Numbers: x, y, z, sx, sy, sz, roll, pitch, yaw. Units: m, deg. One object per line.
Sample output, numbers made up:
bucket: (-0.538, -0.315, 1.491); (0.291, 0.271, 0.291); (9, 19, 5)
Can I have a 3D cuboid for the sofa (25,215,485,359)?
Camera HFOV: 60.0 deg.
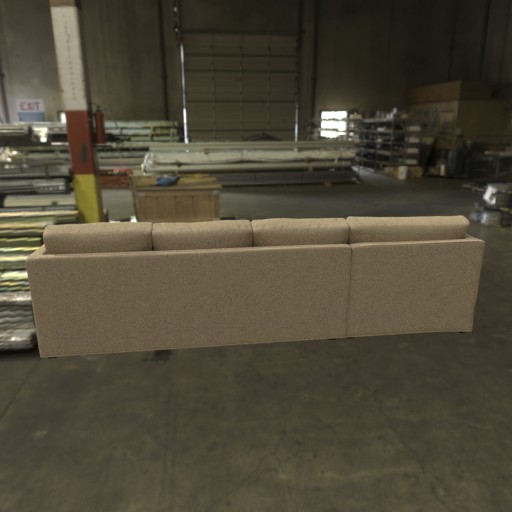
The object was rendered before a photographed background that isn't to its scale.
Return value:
sofa: (0.000, 0.000, 3.855); (3.198, 0.920, 1.638); (-2, 17, -8)
